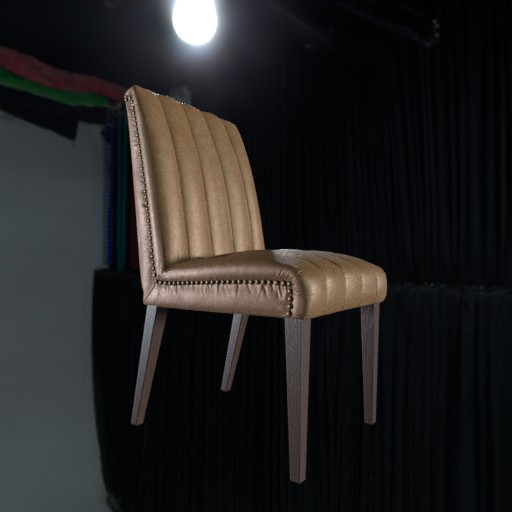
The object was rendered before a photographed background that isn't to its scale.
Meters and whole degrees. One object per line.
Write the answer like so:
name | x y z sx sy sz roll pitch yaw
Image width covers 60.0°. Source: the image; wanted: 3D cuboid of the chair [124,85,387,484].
chair | 0.000 0.000 1.332 0.647 1.016 0.511 0 0 36
